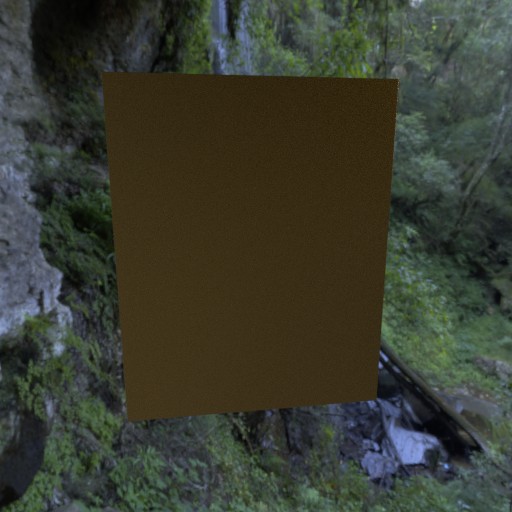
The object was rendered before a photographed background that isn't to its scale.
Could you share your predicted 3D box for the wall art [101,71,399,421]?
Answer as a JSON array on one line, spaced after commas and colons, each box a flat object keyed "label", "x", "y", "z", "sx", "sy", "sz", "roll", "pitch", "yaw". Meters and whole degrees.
[{"label": "wall art", "x": 0.000, "y": 0.000, "z": 1.006, "sx": 0.610, "sy": 0.762, "sz": 0.038, "roll": -2, "pitch": 14, "yaw": -8}]
